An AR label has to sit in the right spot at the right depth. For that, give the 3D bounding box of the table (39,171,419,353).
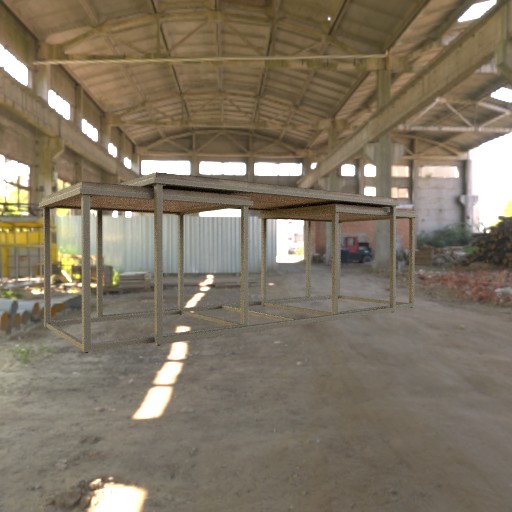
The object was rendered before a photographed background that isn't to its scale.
[{"bbox_3d":[0.000,0.000,1.560,1.312,0.427,0.489,-1,1,-37],"label":"table"}]
